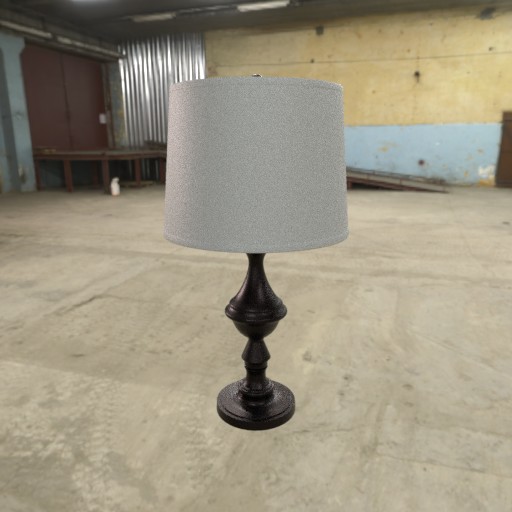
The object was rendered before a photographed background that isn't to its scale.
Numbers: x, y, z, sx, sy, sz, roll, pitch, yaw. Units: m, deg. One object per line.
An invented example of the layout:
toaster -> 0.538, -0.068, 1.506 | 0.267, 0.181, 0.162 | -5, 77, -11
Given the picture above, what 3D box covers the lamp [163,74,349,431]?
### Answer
lamp -> 0.000, 0.000, 0.948 | 0.383, 0.726, 0.383 | 0, 14, 0
